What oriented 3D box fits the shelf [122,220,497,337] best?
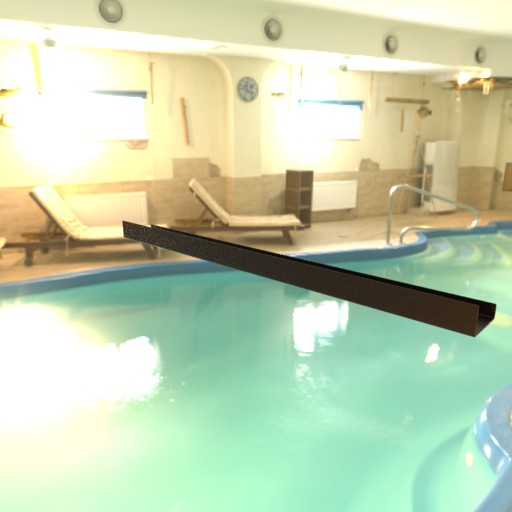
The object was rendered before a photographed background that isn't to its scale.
[{"bbox_3d":[0.000,0.000,0.950,0.924,0.049,0.092,14,20,41],"label":"shelf"}]
